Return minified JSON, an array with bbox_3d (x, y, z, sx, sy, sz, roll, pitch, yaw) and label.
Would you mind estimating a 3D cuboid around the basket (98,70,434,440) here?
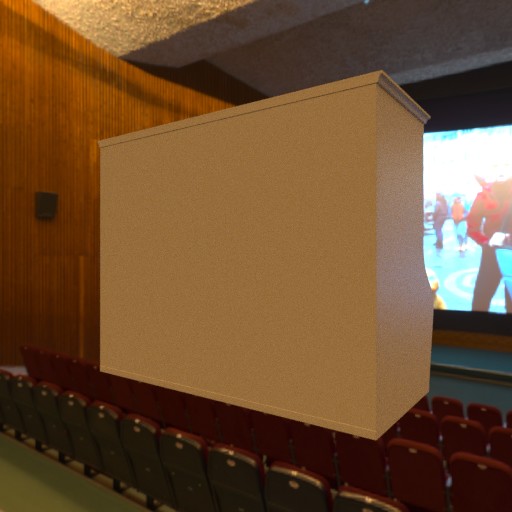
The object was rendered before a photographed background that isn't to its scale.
[{"bbox_3d":[0.000,0.000,1.128,0.792,0.625,0.376,0,0,36],"label":"basket"}]
